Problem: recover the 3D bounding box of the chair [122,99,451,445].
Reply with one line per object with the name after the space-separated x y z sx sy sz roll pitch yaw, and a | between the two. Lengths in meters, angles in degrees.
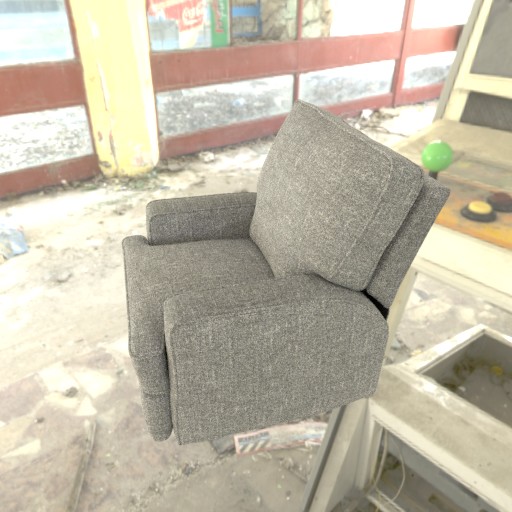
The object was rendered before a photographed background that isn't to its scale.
0.000 0.000 1.645 0.964 0.962 0.861 -9 32 -14 | chair
